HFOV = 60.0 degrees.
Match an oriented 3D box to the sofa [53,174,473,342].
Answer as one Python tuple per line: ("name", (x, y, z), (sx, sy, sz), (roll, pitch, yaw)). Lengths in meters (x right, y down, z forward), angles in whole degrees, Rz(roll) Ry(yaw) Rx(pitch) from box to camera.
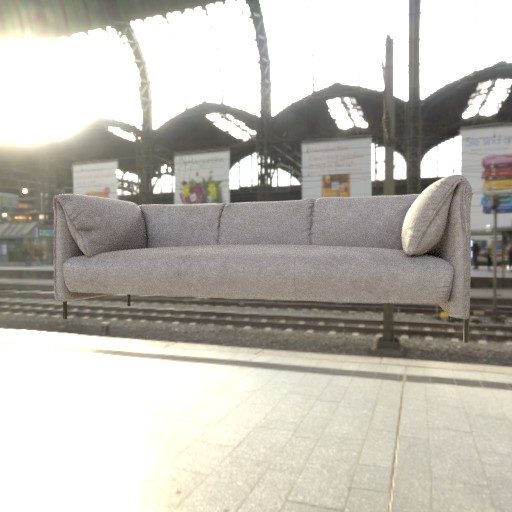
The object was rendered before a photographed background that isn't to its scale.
("sofa", (0.000, 0.000, 2.628), (2.238, 0.758, 0.899), (0, 1, 18))
